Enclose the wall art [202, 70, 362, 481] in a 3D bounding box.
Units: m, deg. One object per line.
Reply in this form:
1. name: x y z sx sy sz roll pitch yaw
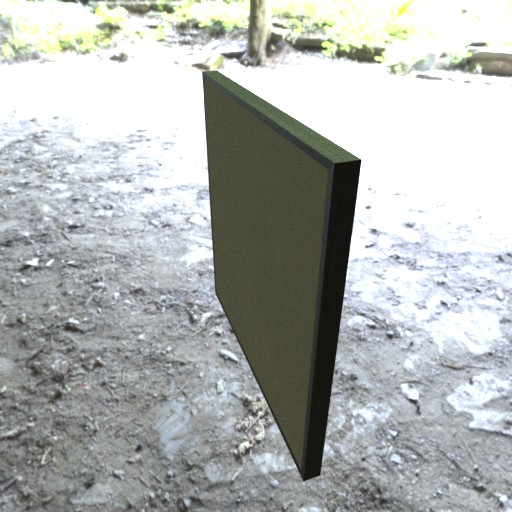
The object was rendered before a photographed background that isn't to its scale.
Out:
1. wall art: 0.000 0.000 1.122 0.043 0.758 0.762 -11 34 -17
